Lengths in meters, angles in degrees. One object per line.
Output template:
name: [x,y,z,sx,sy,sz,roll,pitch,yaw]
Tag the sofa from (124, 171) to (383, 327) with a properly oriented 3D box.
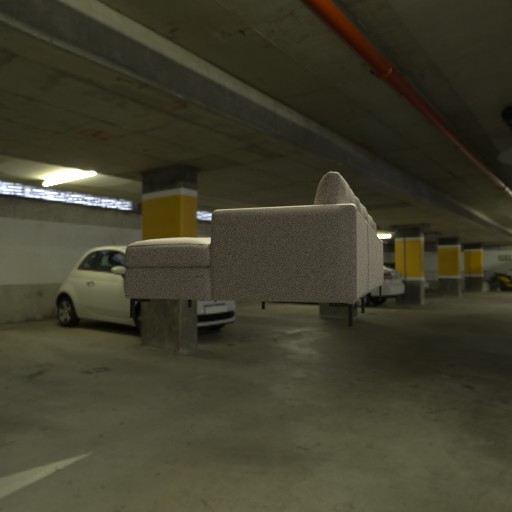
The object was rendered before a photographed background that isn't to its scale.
sofa: [0.000,0.000,3.603,1.879,0.756,2.737,-1,-2,19]
